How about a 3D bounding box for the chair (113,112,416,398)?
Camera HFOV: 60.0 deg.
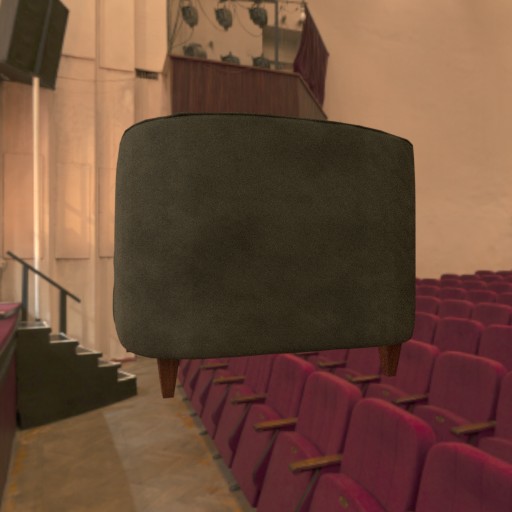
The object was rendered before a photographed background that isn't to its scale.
[{"bbox_3d":[0.000,0.000,1.797,1.104,0.852,0.941,0,0,-18],"label":"chair"}]
